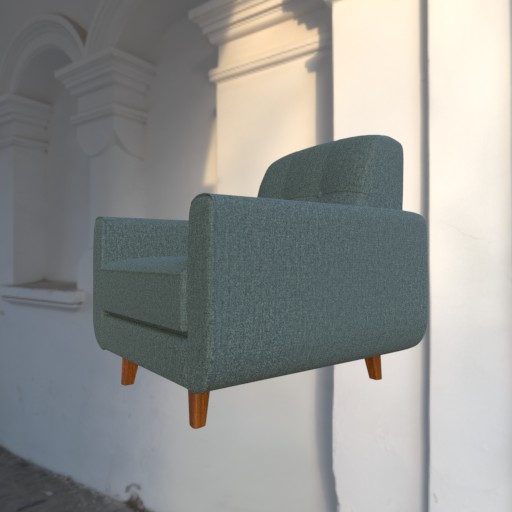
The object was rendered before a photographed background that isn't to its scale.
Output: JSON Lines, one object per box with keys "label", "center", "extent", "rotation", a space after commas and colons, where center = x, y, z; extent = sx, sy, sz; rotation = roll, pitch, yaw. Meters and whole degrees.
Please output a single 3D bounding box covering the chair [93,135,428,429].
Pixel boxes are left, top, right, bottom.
{"label": "chair", "center": [0.000, 0.000, 1.669], "extent": [0.964, 0.940, 0.880], "rotation": [0, 0, -37]}
